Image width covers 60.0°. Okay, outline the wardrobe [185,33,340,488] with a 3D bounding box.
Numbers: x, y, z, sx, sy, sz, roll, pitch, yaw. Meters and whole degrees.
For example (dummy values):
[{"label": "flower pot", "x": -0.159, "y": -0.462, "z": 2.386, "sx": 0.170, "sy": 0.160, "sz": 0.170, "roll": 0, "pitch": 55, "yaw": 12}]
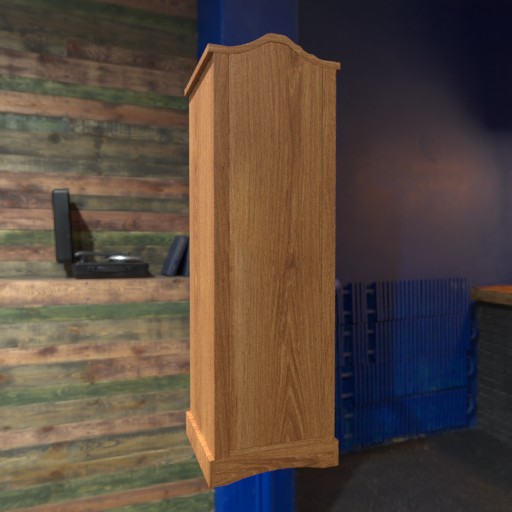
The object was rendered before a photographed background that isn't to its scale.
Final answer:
[{"label": "wardrobe", "x": 0.000, "y": 0.000, "z": 2.140, "sx": 0.590, "sy": 1.870, "sz": 0.570, "roll": -1, "pitch": 2, "yaw": -18}]
